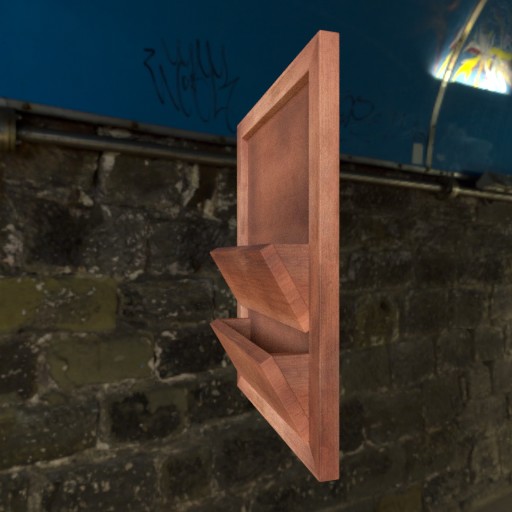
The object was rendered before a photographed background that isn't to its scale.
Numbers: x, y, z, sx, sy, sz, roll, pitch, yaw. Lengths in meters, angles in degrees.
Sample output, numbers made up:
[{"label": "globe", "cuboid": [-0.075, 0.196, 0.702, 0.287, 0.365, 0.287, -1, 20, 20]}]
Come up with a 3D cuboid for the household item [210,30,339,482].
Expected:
[{"label": "household item", "cuboid": [0.000, 0.000, 0.542, 0.067, 0.407, 0.310, 0, 0, -16]}]
